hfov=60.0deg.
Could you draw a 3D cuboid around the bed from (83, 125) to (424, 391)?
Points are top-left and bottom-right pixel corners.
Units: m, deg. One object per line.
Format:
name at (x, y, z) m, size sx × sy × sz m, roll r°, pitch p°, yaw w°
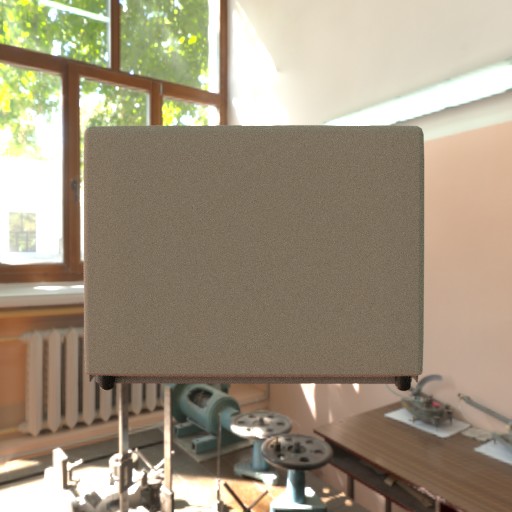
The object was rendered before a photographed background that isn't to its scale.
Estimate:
bed at (0.000, 0.000, 3.231) m, size 1.748 × 1.330 × 2.142 m, roll 0°, pitch 1°, yaw 0°
